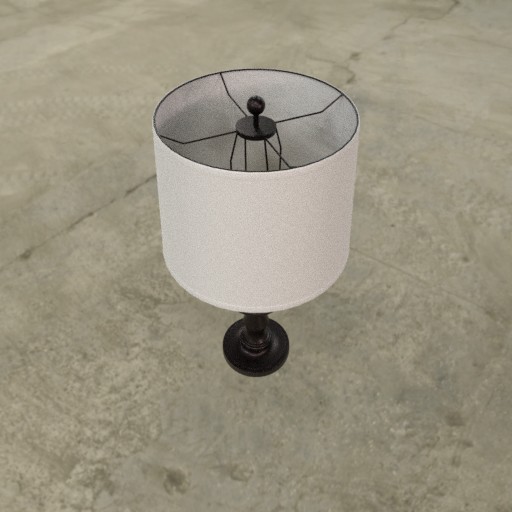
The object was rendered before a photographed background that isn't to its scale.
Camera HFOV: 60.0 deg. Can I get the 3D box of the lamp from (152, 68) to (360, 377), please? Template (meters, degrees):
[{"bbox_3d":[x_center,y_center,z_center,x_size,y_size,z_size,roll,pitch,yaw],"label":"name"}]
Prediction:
[{"bbox_3d":[0.000,0.000,0.959,0.383,0.726,0.383,0,46,0],"label":"lamp"}]
